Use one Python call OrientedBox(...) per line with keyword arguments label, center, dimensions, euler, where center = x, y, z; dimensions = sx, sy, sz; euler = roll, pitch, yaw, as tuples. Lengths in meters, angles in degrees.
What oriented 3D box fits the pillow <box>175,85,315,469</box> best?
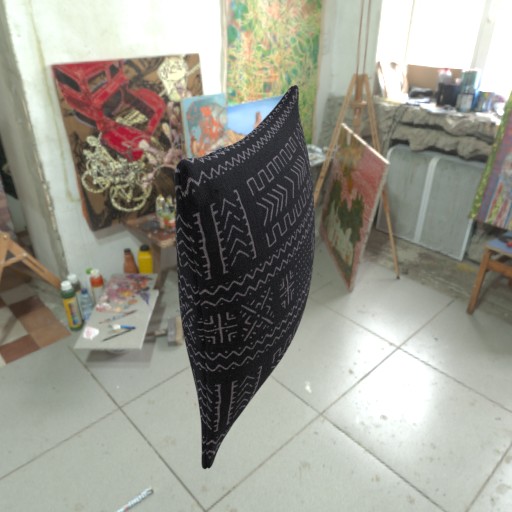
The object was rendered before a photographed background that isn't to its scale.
OrientedBox(label="pillow", center=(0.000, 0.000, 0.667), dimensions=(0.164, 0.430, 0.438), euler=(9, 32, 15))
